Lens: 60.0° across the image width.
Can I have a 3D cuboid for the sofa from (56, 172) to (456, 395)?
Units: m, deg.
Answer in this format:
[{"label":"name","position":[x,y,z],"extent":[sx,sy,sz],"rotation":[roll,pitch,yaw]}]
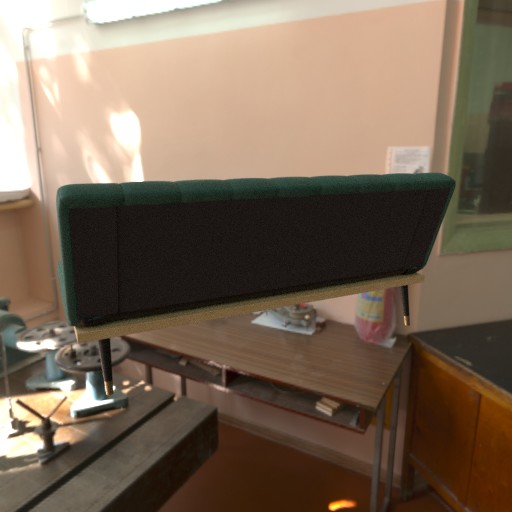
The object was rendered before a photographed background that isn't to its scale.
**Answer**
[{"label":"sofa","position":[0.000,0.000,2.230],"extent":[1.810,0.820,0.830],"rotation":[-7,15,-26]}]
